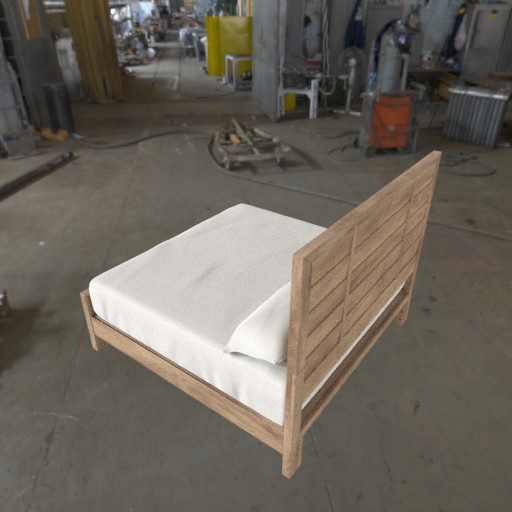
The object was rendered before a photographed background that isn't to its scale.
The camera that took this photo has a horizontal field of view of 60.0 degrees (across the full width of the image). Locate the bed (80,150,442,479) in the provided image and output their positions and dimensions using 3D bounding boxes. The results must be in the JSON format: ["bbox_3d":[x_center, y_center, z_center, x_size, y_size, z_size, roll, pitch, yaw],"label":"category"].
[{"bbox_3d":[0.000,0.000,3.645,2.062,1.626,2.032,21,36,31],"label":"bed"}]
